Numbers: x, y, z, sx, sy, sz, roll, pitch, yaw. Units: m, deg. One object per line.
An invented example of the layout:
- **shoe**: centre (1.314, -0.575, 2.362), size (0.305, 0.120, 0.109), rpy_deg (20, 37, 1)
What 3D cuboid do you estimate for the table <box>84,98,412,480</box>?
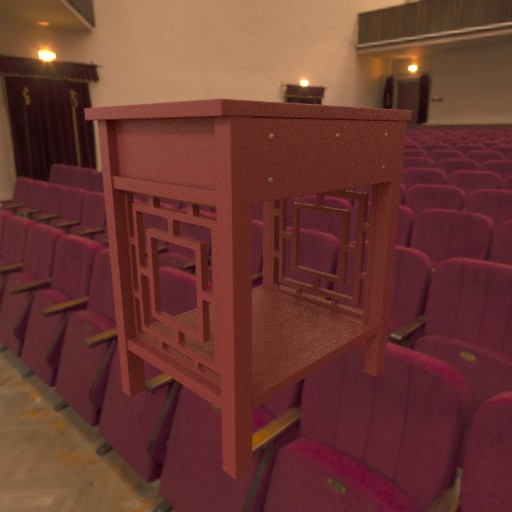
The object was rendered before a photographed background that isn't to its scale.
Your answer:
- **table**: centre (0.000, 0.000, 1.092), size (0.451, 0.686, 0.599), rpy_deg (15, 22, 43)
